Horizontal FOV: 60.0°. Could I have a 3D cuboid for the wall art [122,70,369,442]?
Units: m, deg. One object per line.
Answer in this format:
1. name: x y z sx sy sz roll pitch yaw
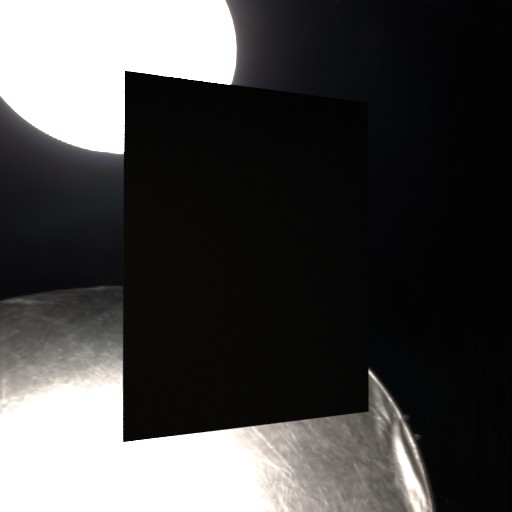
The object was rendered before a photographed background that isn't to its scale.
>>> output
1. wall art: 0.000 0.000 0.770 0.442 0.582 0.013 0 -1 -19
